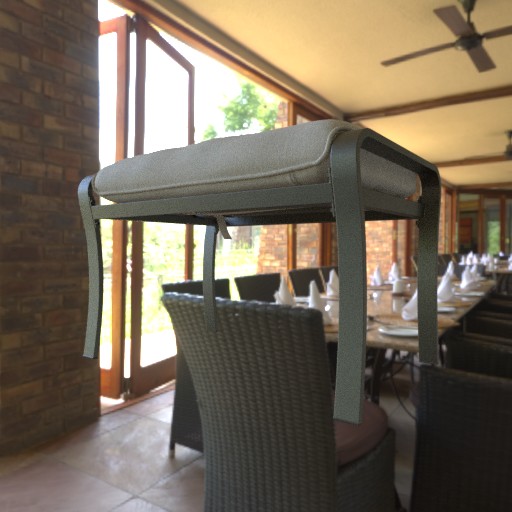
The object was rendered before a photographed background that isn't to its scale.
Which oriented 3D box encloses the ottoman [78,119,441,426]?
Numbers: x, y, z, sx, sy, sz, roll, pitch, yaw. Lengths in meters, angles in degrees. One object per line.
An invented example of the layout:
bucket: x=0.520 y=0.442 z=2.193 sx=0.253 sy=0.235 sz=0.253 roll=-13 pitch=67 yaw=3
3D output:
ottoman: x=0.000 y=0.000 z=0.893 sx=0.610 sy=0.422 sz=0.406 roll=1 pitch=1 yaw=37
